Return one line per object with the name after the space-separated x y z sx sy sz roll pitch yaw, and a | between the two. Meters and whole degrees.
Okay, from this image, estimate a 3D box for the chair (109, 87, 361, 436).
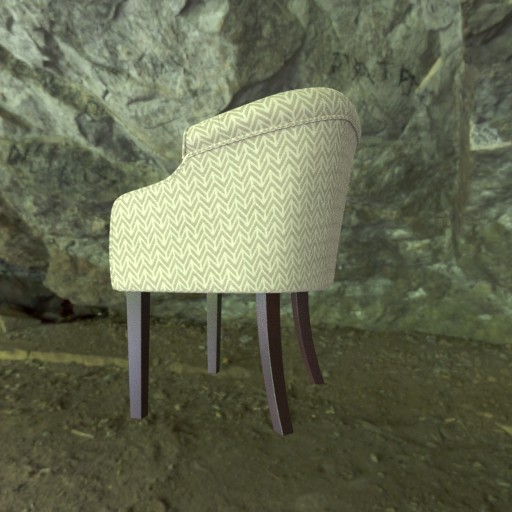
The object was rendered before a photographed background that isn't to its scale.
0.000 0.000 1.338 0.613 0.858 0.686 0 -1 18 | chair
